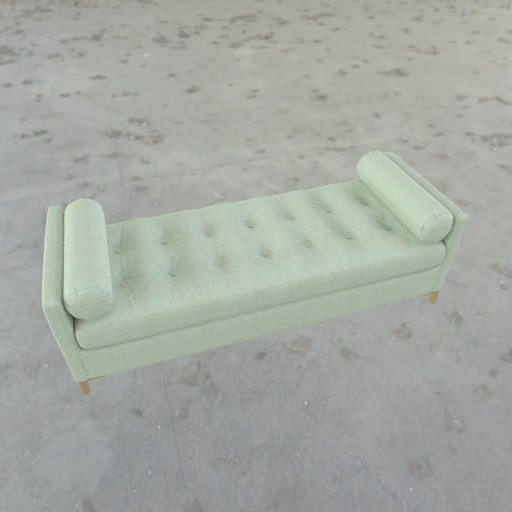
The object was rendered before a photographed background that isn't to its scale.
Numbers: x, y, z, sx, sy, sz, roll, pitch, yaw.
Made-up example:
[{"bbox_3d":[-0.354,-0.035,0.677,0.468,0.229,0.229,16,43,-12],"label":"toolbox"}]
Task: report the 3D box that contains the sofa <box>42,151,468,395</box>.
[{"bbox_3d":[0.000,0.000,2.505,2.102,0.705,0.796,-12,42,-14],"label":"sofa"}]
